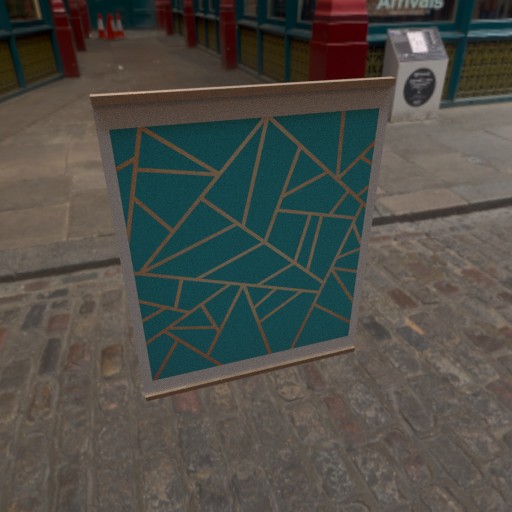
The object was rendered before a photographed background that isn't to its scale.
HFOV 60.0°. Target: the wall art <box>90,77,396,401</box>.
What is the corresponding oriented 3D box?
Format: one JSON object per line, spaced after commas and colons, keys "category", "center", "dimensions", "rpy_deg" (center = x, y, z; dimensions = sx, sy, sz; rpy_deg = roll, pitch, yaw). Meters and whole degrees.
{"category": "wall art", "center": [0.000, 0.000, 0.698], "dimensions": [0.405, 0.508, 0.012], "rpy_deg": [-9, 32, -15]}
